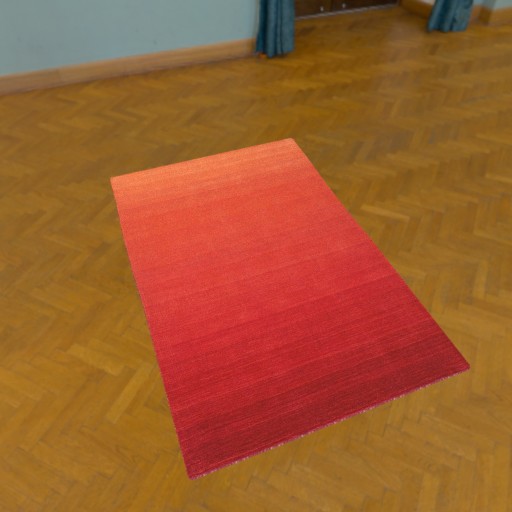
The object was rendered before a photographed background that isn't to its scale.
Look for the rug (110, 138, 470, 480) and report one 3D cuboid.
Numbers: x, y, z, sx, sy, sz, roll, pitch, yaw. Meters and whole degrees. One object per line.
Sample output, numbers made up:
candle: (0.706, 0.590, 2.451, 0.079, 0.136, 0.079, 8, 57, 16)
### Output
rug: (0.000, 0.000, 2.281, 1.230, 0.018, 1.835, -16, 50, -14)
